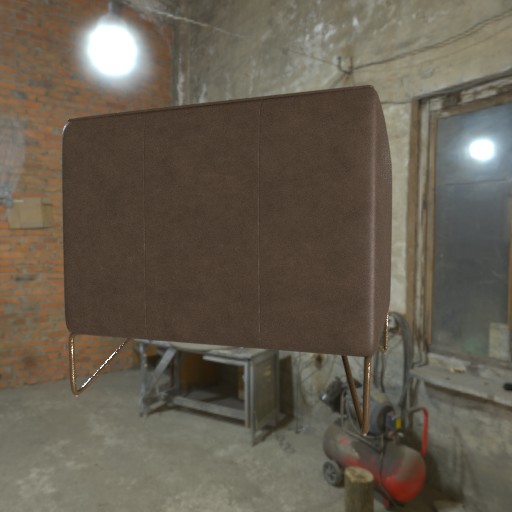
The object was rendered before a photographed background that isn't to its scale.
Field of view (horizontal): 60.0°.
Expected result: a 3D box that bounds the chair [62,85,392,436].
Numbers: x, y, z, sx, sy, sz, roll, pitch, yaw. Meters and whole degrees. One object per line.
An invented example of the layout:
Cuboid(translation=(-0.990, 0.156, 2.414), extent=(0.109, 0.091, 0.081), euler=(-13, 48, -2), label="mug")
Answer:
Cuboid(translation=(0.000, 0.000, 1.521), extent=(0.880, 0.790, 0.894), euler=(1, 2, 19), label="chair")
